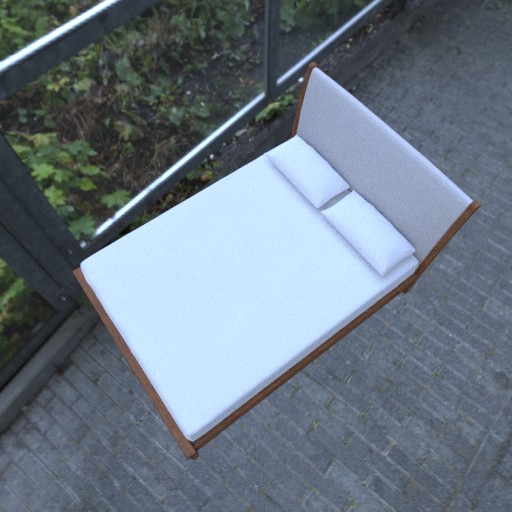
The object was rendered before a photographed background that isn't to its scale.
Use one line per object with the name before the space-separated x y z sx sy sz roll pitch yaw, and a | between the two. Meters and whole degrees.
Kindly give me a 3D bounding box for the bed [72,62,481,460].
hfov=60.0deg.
bed | 0.000 0.000 2.962 2.108 1.135 1.502 -33 67 -16
